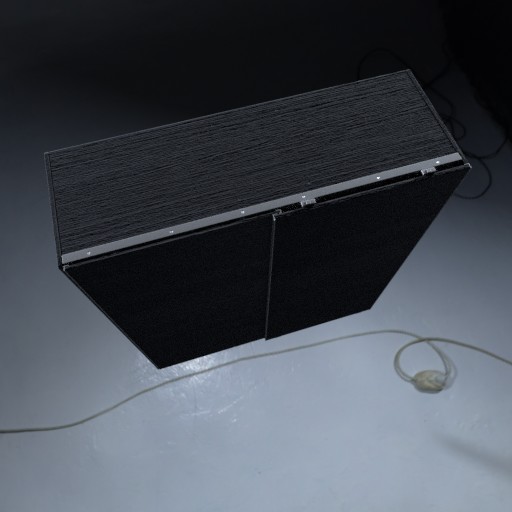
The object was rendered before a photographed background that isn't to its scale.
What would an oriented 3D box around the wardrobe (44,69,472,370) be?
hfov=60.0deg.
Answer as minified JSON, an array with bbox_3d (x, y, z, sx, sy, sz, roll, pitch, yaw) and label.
[{"bbox_3d":[0.000,0.000,2.831,1.780,1.960,0.629,-15,65,-7],"label":"wardrobe"}]
